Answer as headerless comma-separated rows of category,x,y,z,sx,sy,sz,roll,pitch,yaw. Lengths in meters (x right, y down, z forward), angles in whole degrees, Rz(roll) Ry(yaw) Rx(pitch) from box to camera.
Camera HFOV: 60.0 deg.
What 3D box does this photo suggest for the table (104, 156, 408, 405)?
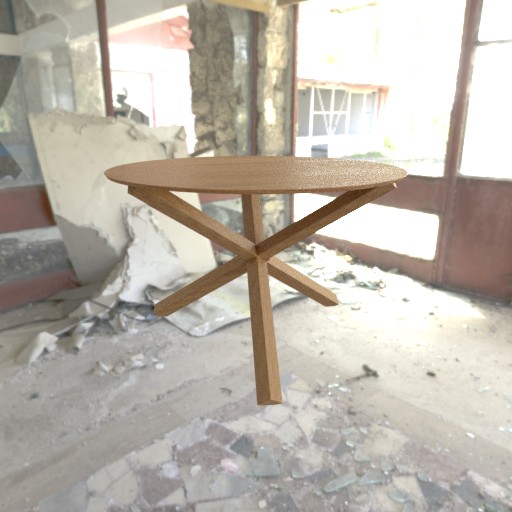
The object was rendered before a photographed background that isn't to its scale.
table,0.000,0.000,1.691,1.038,0.666,1.038,0,17,0
